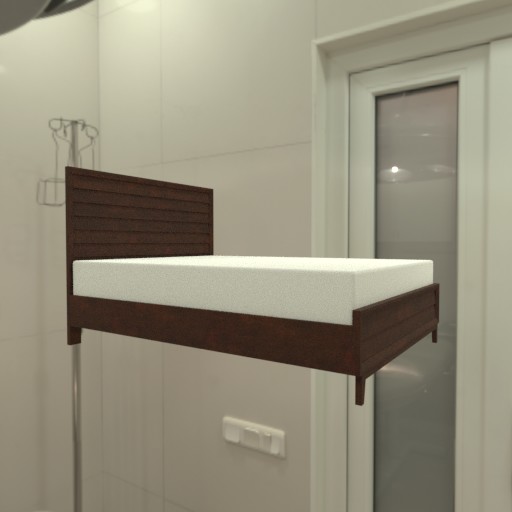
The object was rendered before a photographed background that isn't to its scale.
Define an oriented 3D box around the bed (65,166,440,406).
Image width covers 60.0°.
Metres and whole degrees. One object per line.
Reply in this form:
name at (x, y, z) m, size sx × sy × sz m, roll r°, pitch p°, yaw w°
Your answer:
bed at (0.000, 0.000, 3.210) m, size 2.184 × 1.270 × 1.600 m, roll 1°, pitch 2°, yaw 34°
